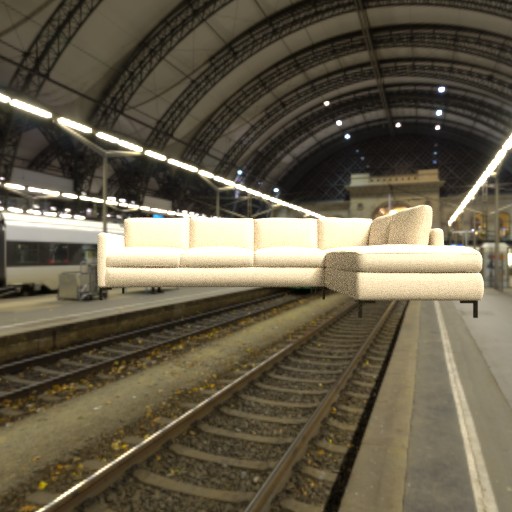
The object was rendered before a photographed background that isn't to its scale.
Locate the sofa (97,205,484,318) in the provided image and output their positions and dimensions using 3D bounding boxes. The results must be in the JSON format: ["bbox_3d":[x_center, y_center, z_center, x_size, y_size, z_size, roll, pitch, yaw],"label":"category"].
[{"bbox_3d":[0.000,0.000,3.836,2.949,0.815,2.007,0,0,0],"label":"sofa"}]
